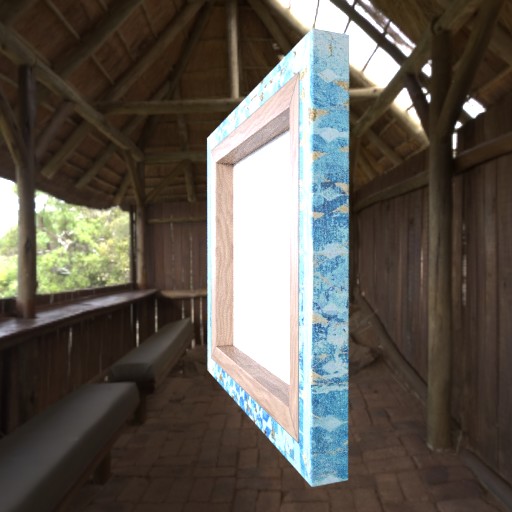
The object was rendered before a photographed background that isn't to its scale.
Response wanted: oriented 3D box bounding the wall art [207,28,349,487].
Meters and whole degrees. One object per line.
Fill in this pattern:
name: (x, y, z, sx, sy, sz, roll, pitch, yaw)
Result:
wall art: (0.000, 0.000, 0.587, 0.037, 0.405, 0.405, 0, 1, -19)
